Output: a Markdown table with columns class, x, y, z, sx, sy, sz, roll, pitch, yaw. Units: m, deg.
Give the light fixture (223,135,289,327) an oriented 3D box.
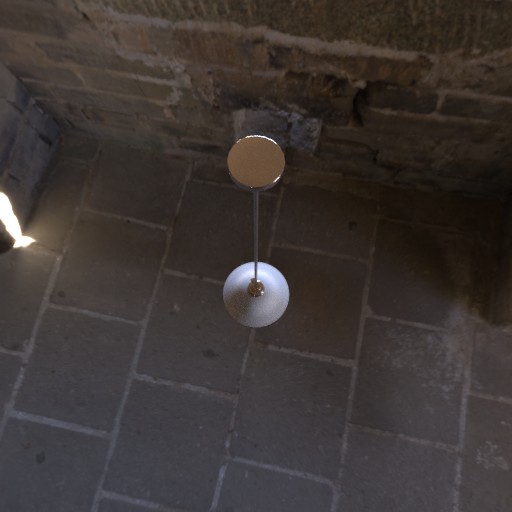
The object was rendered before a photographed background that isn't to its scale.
| class | x | y | z | sx | sy | sz | roll | pitch | yaw |
| --- | --- | --- | --- | --- | --- | --- | --- | --- | --- |
| light fixture | 0.000 | 0.000 | 1.521 | 0.324 | 1.354 | 0.324 | -34 | 77 | -9 |
